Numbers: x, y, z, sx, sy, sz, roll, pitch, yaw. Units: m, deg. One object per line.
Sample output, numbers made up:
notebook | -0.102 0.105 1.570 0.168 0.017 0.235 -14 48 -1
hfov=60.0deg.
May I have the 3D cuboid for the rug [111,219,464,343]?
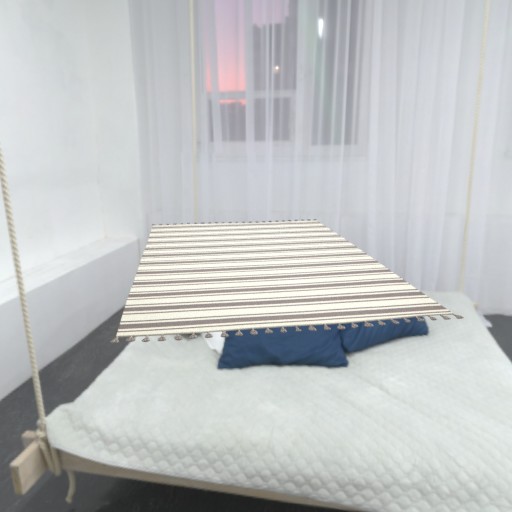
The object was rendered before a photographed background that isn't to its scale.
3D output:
rug | 0.000 0.000 3.044 1.563 0.014 2.425 -2 16 -8
